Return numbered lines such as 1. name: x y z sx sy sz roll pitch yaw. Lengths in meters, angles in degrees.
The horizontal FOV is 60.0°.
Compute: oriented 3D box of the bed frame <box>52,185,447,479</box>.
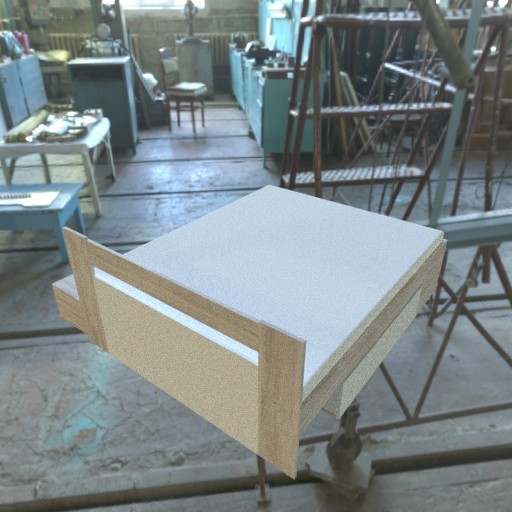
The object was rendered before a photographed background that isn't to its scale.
1. bed frame: 0.000 0.000 3.167 2.040 0.860 2.050 21 36 32
